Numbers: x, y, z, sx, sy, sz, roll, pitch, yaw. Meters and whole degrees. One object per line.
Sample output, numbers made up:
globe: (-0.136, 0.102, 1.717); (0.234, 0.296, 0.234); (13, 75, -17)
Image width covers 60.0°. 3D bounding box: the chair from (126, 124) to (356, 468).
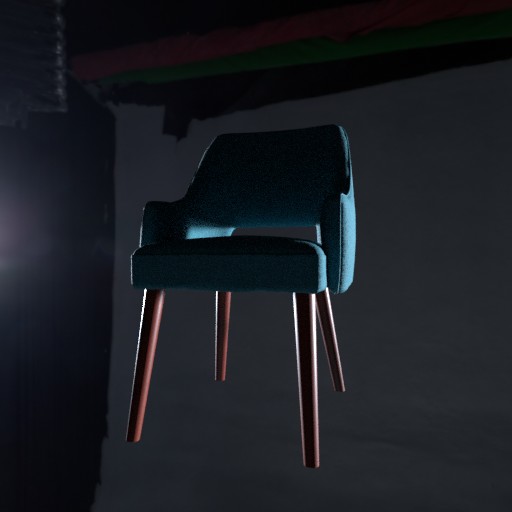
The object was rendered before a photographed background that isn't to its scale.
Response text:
chair: (0.000, 0.000, 1.235); (0.548, 0.849, 0.605); (0, 0, 17)
